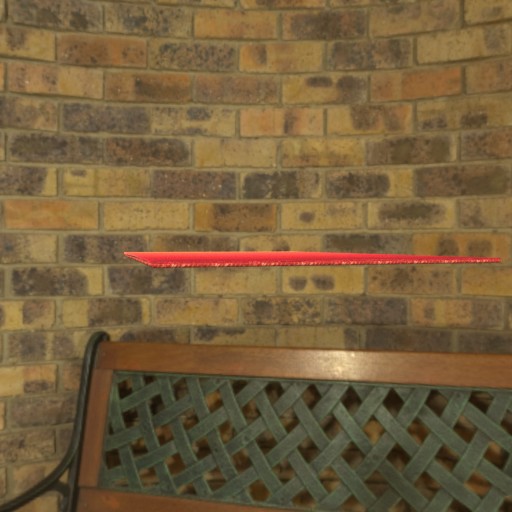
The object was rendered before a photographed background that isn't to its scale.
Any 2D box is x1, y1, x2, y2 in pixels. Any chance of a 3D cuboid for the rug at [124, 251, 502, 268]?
[{"bbox_3d":[0.000,0.000,2.239,1.230,0.018,1.835,0,1,-19],"label":"rug"}]
